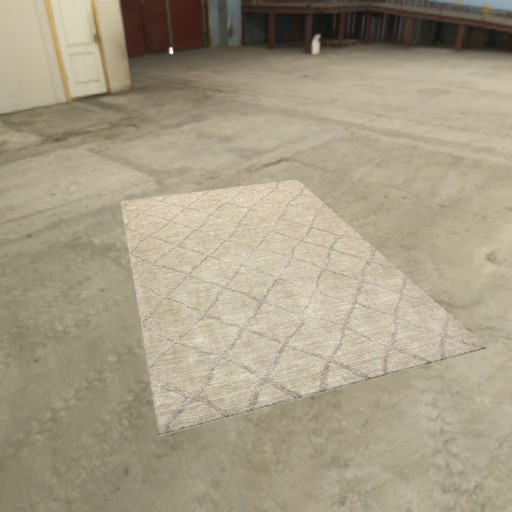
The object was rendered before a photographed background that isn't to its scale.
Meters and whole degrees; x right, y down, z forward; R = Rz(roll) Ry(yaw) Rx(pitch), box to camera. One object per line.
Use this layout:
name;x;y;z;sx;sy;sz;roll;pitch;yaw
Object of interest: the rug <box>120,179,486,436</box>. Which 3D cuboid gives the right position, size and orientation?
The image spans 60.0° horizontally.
rug;0.000;0.000;2.800;1.521;0.015;2.280;-10;32;-16
